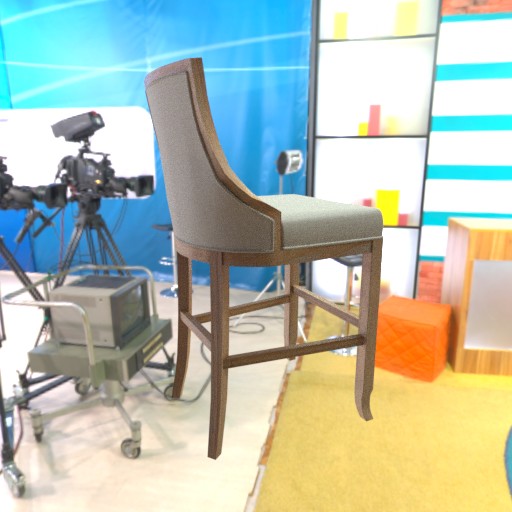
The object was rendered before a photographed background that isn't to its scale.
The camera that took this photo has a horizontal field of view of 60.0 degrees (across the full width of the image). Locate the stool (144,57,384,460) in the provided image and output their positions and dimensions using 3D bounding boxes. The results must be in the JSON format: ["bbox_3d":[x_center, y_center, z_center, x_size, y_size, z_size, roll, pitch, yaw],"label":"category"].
[{"bbox_3d":[0.000,0.000,1.457,0.626,1.101,0.524,-7,15,-27],"label":"stool"}]
